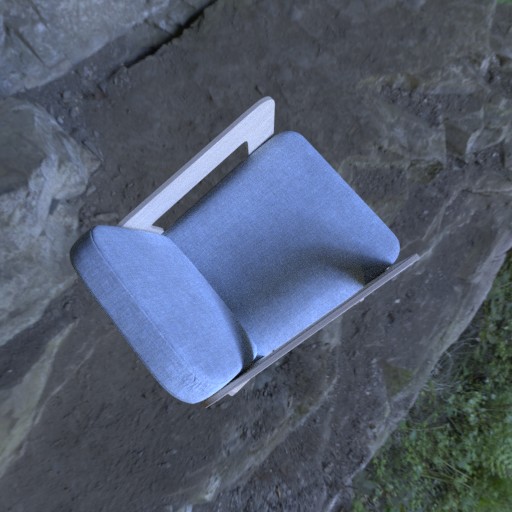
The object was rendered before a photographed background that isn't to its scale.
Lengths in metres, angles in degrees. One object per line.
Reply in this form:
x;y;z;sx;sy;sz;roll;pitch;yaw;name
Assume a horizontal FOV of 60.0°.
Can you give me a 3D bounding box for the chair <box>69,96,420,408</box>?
0.000;0.000;1.274;0.710;0.800;0.590;-39;80;-8;chair
